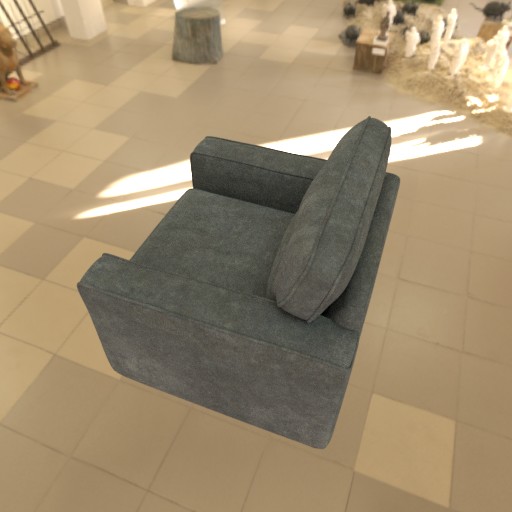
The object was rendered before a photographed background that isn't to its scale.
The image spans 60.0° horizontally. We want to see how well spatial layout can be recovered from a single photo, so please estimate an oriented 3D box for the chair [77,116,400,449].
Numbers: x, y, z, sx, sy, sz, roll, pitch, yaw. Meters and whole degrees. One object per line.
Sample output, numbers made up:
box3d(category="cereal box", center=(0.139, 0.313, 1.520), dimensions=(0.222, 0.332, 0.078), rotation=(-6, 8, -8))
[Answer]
box3d(category="chair", center=(0.000, 0.000, 1.780), dimensions=(0.939, 0.965, 1.015), rotation=(15, 48, 14))
